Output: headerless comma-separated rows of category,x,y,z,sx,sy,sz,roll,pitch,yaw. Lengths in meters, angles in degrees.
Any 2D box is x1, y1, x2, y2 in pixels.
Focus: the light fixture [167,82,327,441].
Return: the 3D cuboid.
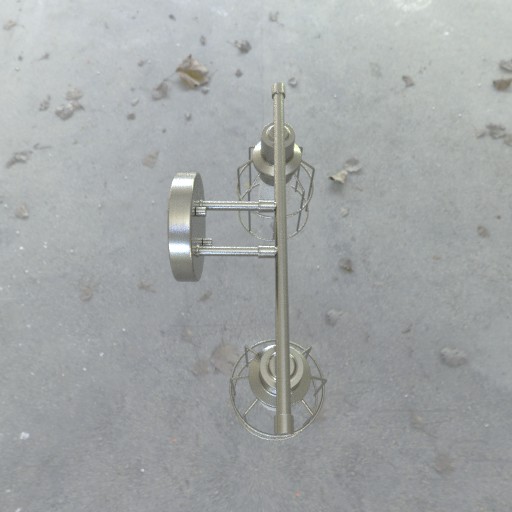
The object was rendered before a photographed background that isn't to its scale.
light fixture,0.000,0.000,0.533,0.165,0.254,0.406,1,64,0
